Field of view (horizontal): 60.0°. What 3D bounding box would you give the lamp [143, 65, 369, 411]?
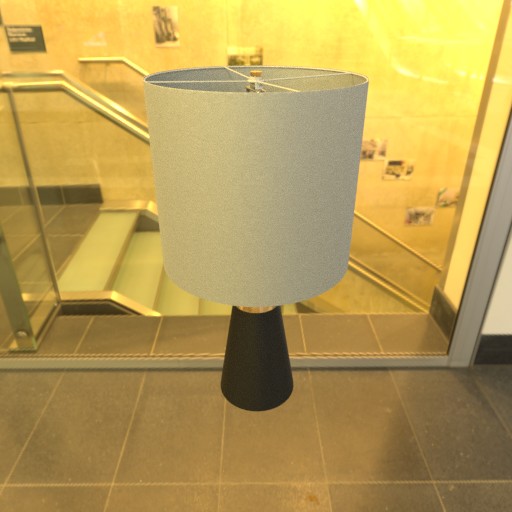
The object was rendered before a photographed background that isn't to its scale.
[{"bbox_3d":[0.000,0.000,0.751,0.308,0.580,0.308,-10,30,-18],"label":"lamp"}]
